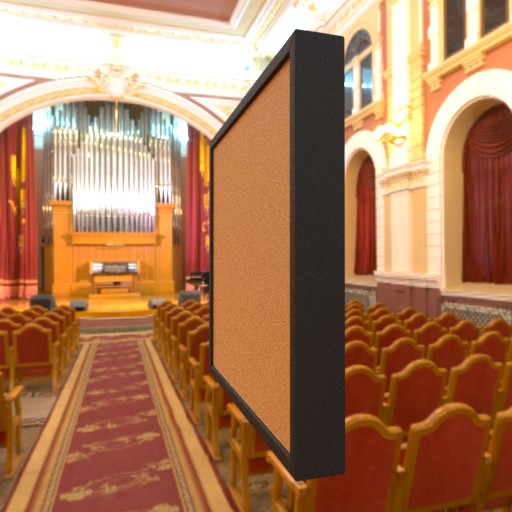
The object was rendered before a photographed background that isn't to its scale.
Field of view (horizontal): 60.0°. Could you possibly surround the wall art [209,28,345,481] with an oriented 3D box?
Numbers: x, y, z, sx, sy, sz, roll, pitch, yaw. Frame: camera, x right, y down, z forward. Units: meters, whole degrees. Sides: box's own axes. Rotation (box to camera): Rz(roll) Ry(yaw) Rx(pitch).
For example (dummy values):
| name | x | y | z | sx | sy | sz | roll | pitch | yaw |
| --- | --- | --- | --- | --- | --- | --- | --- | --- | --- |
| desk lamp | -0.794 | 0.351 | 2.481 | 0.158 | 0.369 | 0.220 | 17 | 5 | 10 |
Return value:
| name | x | y | z | sx | sy | sz | roll | pitch | yaw |
| --- | --- | --- | --- | --- | --- | --- | --- | --- | --- |
| wall art | 0.000 | 0.000 | 0.448 | 0.037 | 0.305 | 0.305 | 0 | -1 | -17 |
